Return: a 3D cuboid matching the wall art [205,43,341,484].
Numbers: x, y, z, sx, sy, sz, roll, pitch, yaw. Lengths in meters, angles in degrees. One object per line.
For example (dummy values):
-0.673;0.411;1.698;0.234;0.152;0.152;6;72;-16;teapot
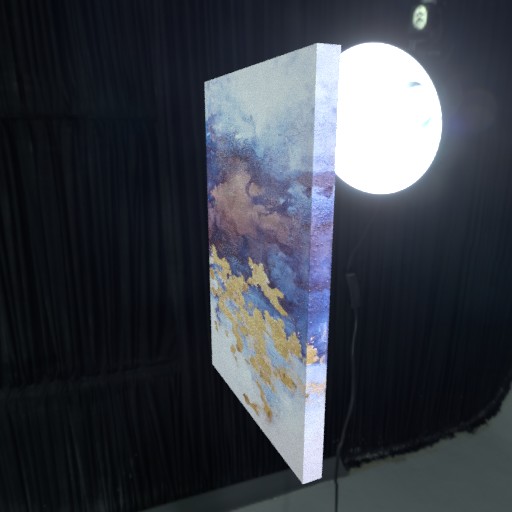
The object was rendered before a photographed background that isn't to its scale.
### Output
0.000;0.000;1.109;0.048;0.874;0.583;-7;16;-24;wall art
